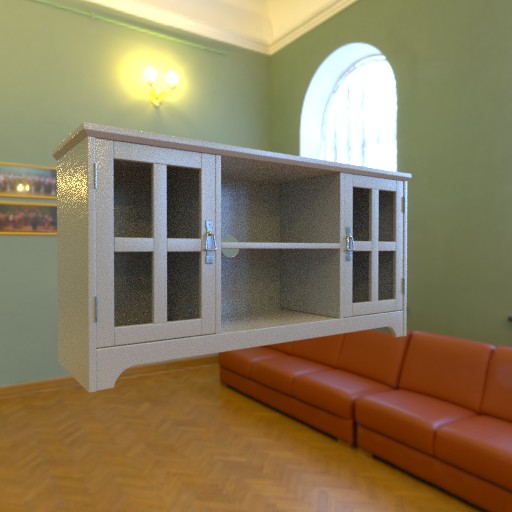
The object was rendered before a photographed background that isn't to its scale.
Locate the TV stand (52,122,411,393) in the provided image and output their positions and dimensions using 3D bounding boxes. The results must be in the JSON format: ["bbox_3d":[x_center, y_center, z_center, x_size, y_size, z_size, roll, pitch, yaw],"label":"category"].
[{"bbox_3d":[0.000,0.000,1.452,1.167,0.603,0.344,-1,1,-35],"label":"TV stand"}]
